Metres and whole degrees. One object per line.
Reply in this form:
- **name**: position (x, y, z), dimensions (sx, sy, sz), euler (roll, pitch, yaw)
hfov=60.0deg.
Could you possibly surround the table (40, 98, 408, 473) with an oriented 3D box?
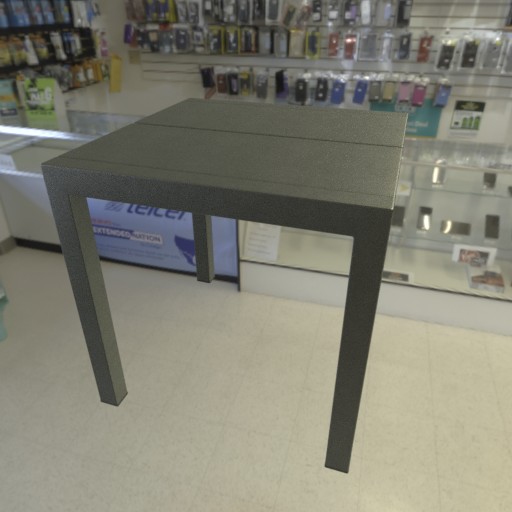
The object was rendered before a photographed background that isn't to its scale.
- **table**: position (0.000, 0.000, 0.922), dimensions (0.508, 0.508, 0.508), euler (10, 32, 16)
